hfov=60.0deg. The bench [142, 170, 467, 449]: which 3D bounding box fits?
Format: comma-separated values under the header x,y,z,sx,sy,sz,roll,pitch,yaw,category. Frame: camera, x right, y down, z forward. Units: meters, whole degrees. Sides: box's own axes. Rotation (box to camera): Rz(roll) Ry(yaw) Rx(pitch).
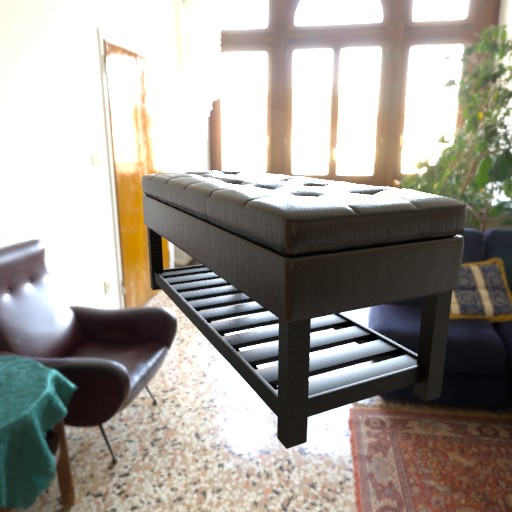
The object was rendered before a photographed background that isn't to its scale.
x,y,z,sx,sy,sz,roll,pitch,yaw,category
0.000,0.000,1.328,0.432,0.460,1.105,-7,16,-25,bench
